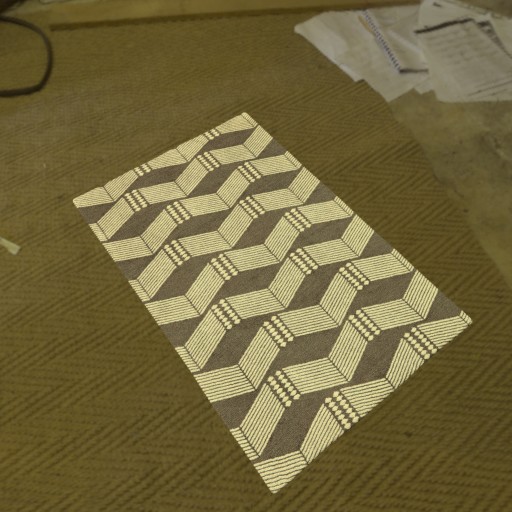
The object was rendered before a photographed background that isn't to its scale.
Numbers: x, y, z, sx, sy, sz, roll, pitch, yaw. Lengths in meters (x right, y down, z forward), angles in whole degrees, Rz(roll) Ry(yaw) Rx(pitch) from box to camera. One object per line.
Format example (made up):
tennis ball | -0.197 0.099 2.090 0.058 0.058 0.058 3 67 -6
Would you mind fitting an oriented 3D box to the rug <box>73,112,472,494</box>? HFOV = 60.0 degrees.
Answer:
rug | 0.000 0.000 2.298 1.210 0.016 1.833 -33 64 -18
